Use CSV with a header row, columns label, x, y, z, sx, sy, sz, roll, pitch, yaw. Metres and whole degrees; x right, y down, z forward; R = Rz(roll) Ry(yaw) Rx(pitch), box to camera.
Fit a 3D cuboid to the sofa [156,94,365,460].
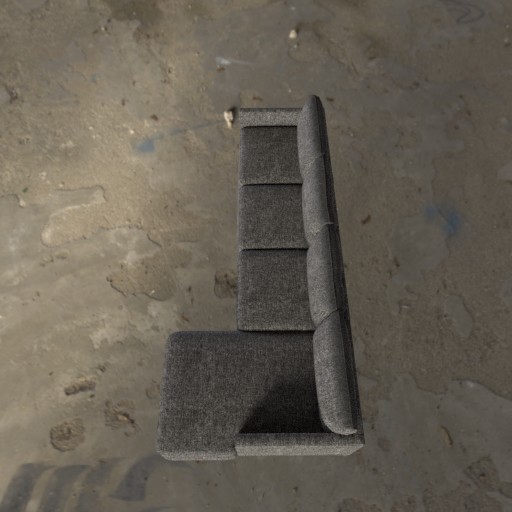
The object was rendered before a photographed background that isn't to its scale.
label,x,y,z,sx,sy,sz,roll,pitch,yaw
sofa,0.000,0.000,4.089,1.488,0.970,3.384,0,60,0
